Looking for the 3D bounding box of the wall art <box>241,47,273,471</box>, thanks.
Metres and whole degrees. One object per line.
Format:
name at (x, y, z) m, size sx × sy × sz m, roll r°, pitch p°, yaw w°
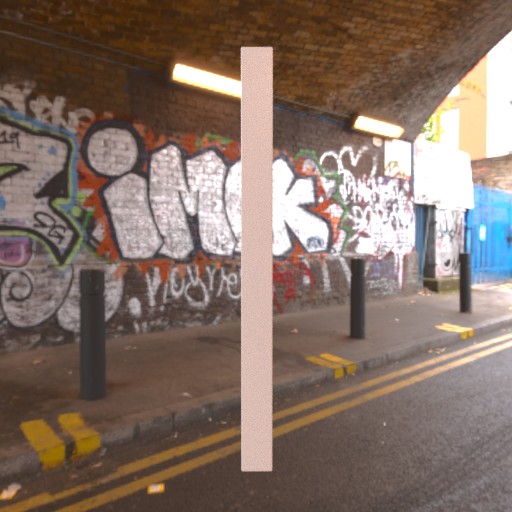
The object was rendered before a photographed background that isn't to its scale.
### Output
wall art at (0.000, 0.000, 0.781) m, size 0.038 × 0.508 × 0.508 m, roll 0°, pitch 2°, yaw 0°
